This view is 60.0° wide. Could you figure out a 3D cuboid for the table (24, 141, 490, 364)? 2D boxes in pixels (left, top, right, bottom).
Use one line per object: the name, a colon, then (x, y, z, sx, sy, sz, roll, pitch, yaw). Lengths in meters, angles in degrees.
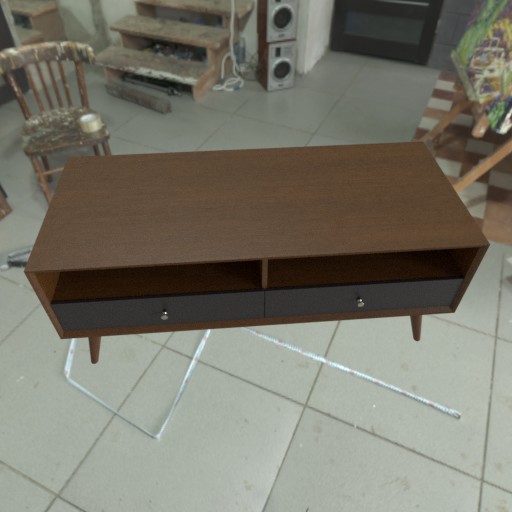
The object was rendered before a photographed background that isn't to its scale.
table: (0.000, 0.000, 1.389, 1.119, 0.464, 0.490, -3, 46, -3)
